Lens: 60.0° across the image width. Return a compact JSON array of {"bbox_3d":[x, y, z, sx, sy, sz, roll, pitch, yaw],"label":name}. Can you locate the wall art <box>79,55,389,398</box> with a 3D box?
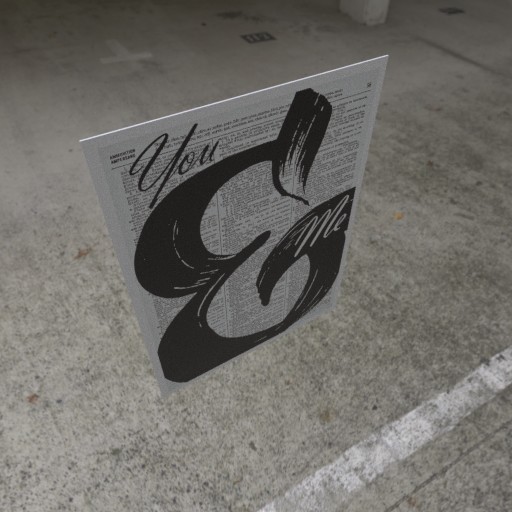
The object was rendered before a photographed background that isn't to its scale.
[{"bbox_3d":[0.000,0.000,0.792,0.457,0.609,0.003,-23,50,-21],"label":"wall art"}]
